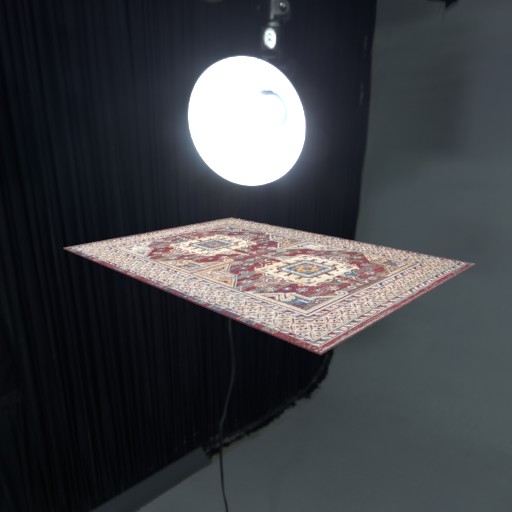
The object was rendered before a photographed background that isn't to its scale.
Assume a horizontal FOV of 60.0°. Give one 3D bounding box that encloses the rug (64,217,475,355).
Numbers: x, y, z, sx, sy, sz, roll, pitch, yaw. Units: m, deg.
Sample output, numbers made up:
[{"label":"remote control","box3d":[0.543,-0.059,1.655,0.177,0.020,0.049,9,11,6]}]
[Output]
[{"label":"rug","box3d":[0.000,0.000,2.921,2.210,0.011,1.599,15,21,42]}]
